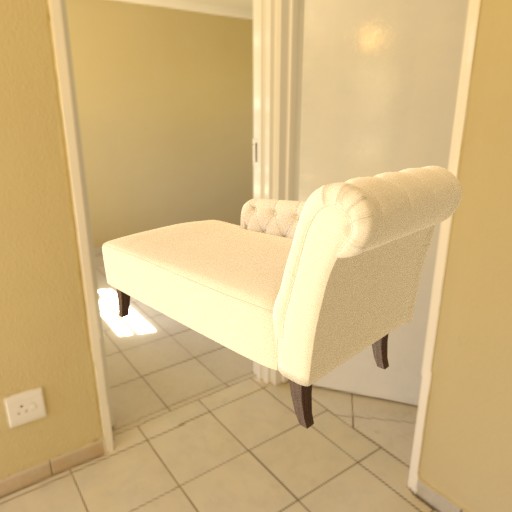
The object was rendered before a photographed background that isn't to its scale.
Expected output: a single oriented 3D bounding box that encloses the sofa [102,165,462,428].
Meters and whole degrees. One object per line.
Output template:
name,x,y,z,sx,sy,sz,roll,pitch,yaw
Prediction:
sofa,0.000,0.000,1.815,1.379,0.787,0.675,17,25,42
